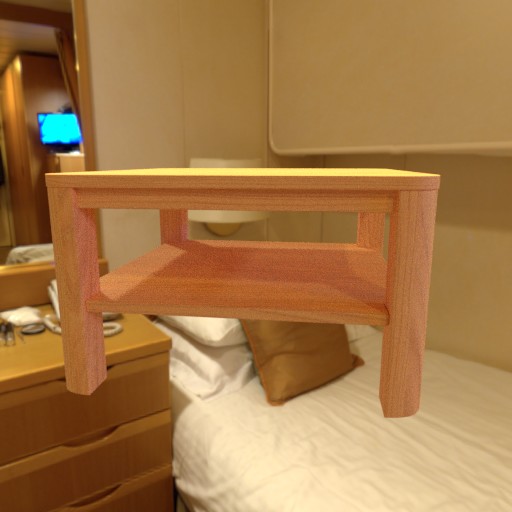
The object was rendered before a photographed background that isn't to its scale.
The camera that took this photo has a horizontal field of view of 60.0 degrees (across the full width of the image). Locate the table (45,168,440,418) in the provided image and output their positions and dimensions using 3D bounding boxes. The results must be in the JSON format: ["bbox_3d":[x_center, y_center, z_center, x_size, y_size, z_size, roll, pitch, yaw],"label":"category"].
[{"bbox_3d":[0.000,0.000,1.191,0.750,0.450,0.750,2,12,8],"label":"table"}]
